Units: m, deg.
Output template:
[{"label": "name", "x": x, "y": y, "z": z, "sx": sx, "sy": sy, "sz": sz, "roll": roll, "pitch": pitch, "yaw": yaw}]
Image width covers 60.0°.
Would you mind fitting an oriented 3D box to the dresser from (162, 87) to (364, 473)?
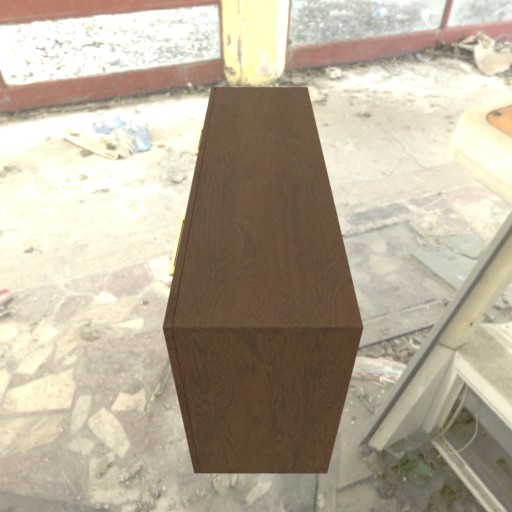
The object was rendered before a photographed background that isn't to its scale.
[{"label": "dresser", "x": 0.000, "y": 0.000, "z": 1.917, "sx": 0.512, "sy": 0.889, "sz": 1.523, "roll": 0, "pitch": 41, "yaw": 0}]
